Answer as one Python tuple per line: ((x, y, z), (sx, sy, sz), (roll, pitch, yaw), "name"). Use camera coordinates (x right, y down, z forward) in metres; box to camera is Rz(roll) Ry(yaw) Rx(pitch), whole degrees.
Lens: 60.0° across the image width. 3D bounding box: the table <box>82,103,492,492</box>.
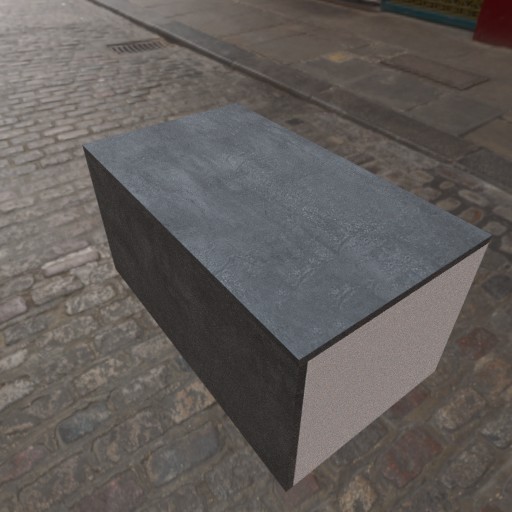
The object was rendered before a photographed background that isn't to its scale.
((0.000, 0.000, 0.928), (0.400, 0.350, 0.700), (-25, 46, -28), "table")
